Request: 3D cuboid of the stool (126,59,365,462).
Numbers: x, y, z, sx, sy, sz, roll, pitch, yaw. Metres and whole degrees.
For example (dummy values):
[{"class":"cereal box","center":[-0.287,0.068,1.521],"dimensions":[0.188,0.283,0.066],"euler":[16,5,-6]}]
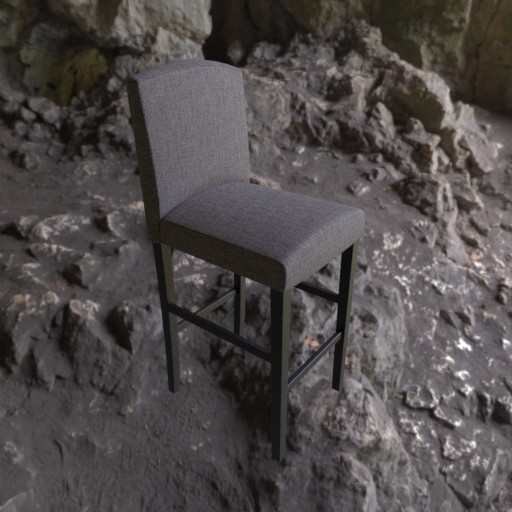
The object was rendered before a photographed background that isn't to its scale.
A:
[{"class":"stool","center":[0.000,0.000,1.422],"dimensions":[0.552,1.138,0.451],"euler":[19,33,33]}]
